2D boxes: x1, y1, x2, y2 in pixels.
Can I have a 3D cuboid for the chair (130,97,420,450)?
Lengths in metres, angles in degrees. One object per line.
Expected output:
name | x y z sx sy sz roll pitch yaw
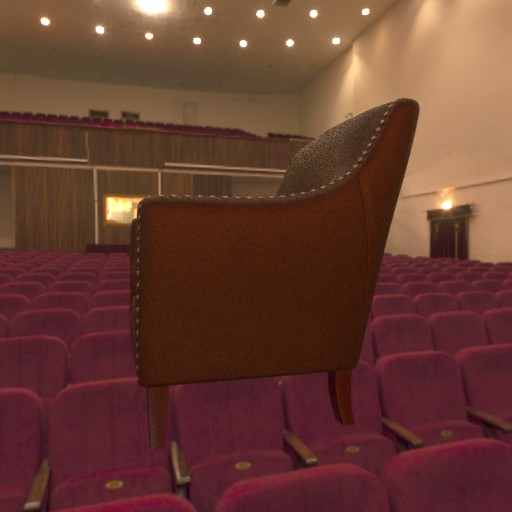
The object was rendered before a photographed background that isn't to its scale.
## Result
chair | 0.000 0.000 1.303 0.704 0.813 0.639 0 0 -17
